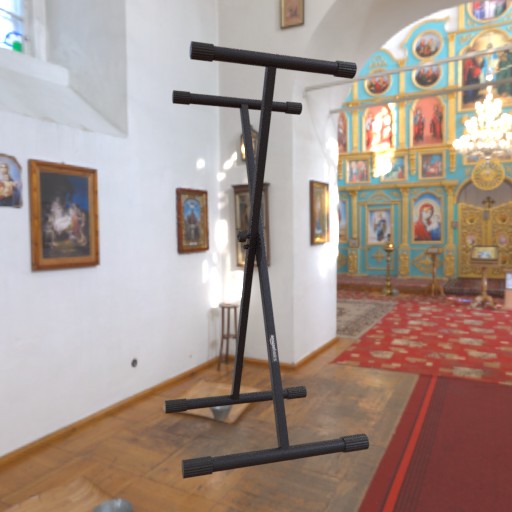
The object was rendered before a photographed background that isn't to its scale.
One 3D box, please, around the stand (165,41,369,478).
[{"bbox_3d":[0.000,0.000,1.184,0.449,0.940,0.409,-1,2,-17],"label":"stand"}]
